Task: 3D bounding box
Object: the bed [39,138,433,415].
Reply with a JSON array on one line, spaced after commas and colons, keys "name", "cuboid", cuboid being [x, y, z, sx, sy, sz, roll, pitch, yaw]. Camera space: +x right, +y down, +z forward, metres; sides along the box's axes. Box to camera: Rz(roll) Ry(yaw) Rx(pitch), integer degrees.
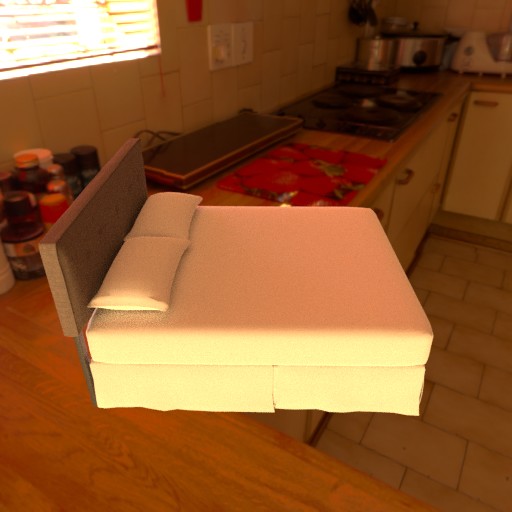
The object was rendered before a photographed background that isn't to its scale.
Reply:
[{"name": "bed", "cuboid": [0.000, 0.000, 2.865, 1.894, 1.089, 1.610, 0, 31, 1]}]
